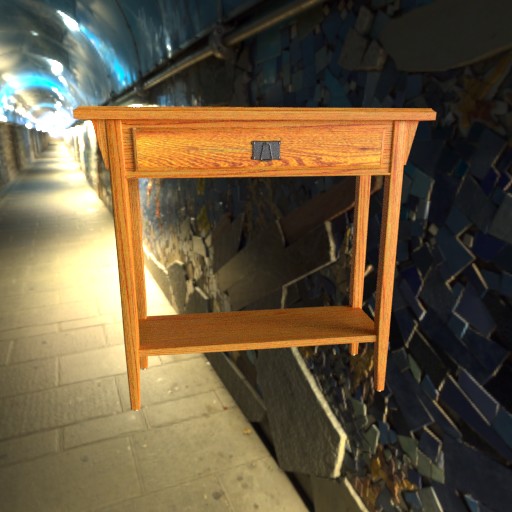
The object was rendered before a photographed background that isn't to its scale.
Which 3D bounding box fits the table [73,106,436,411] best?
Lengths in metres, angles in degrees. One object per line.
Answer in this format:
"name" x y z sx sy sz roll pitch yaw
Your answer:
"table" 0.000 0.000 1.136 0.762 0.711 0.254 -2 16 -7
